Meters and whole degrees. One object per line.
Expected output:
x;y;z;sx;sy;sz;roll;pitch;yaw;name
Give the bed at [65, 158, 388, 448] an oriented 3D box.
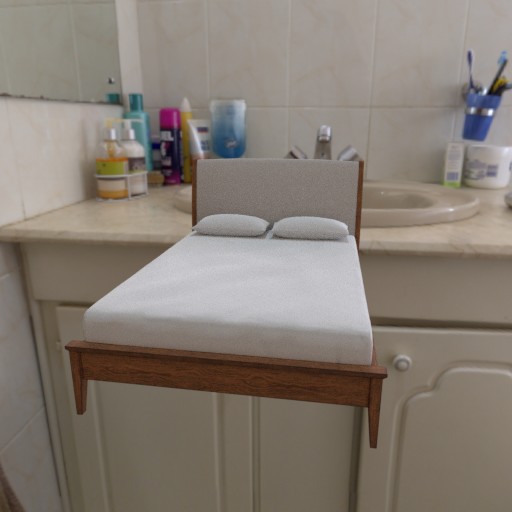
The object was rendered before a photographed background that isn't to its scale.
0.000;0.000;2.950;1.502;1.135;2.108;3;16;9;bed
